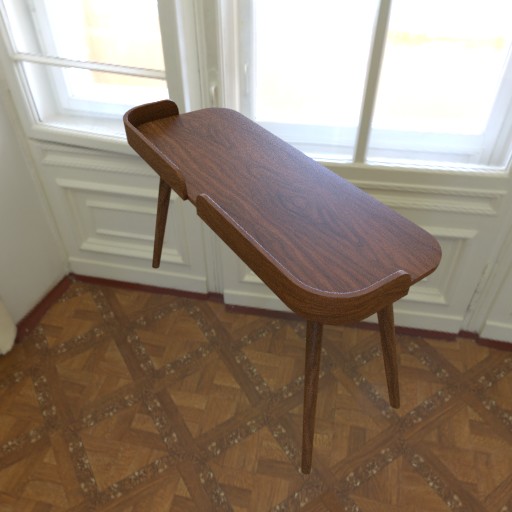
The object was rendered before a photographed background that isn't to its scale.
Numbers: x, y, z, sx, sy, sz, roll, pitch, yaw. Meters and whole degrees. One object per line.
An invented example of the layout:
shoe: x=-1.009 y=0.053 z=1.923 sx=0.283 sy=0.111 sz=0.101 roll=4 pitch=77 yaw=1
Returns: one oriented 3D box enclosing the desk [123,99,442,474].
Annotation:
desk: x=0.000 y=0.000 z=1.669 sx=0.486 sy=0.800 sz=1.256 roll=-23 pitch=46 yaw=-25
